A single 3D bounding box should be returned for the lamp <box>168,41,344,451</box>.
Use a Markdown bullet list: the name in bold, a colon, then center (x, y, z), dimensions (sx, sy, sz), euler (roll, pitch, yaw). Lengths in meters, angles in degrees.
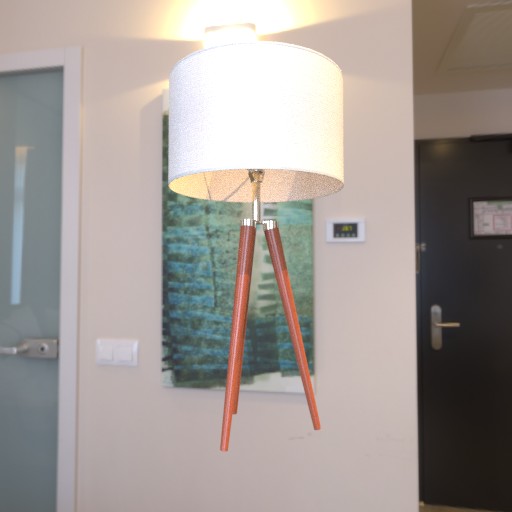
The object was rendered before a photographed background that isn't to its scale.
- **lamp**: center (0.000, 0.000, 0.907), dimensions (0.355, 0.709, 0.354), euler (1, -2, -19)
